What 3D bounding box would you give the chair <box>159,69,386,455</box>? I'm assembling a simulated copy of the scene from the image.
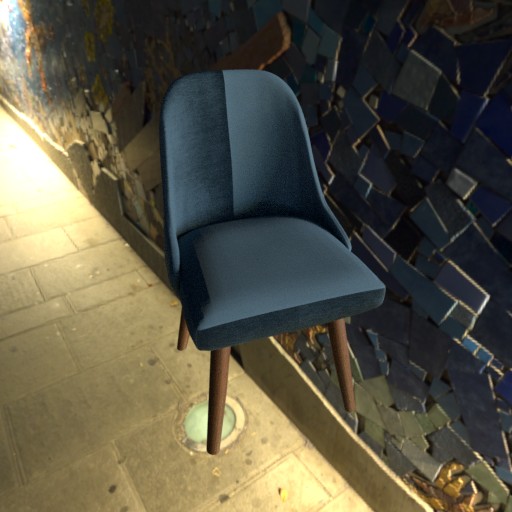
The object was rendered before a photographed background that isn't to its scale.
[{"bbox_3d":[0.000,0.000,1.238,0.503,0.882,0.589,-11,33,-17],"label":"chair"}]
